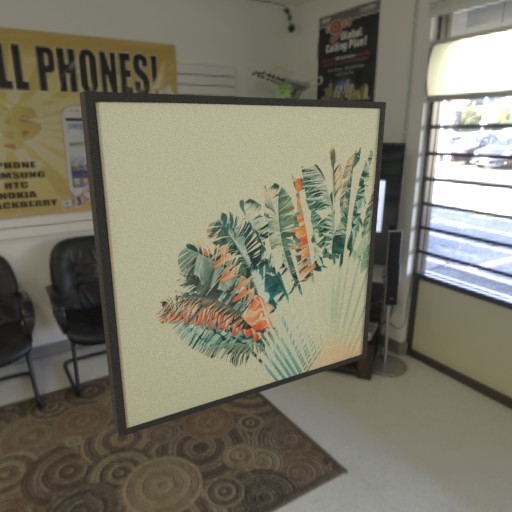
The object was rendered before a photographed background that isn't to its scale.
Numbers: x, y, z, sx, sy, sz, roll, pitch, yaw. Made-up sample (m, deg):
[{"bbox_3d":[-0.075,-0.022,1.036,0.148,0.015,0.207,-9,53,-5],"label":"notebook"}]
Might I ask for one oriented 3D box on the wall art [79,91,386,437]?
[{"bbox_3d":[0.000,0.000,0.755,0.509,0.507,0.037,-9,18,-28],"label":"wall art"}]
